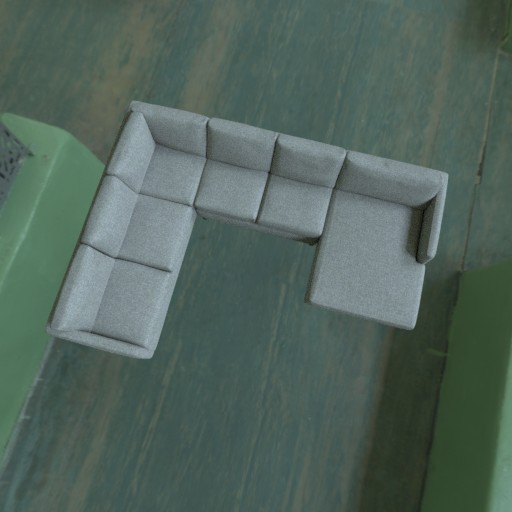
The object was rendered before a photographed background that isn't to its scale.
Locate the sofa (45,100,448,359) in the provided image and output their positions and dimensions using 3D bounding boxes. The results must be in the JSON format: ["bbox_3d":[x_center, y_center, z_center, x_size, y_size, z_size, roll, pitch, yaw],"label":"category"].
[{"bbox_3d":[0.000,0.000,4.571,3.460,0.959,2.593,14,76,4],"label":"sofa"}]
